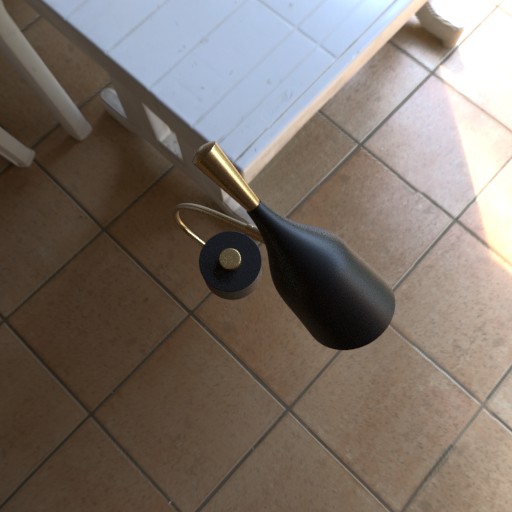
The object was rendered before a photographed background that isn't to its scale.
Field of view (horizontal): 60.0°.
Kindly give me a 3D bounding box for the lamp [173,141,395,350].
[{"bbox_3d":[0.000,0.000,0.600,0.352,0.464,0.110,37,78,9],"label":"lamp"}]
